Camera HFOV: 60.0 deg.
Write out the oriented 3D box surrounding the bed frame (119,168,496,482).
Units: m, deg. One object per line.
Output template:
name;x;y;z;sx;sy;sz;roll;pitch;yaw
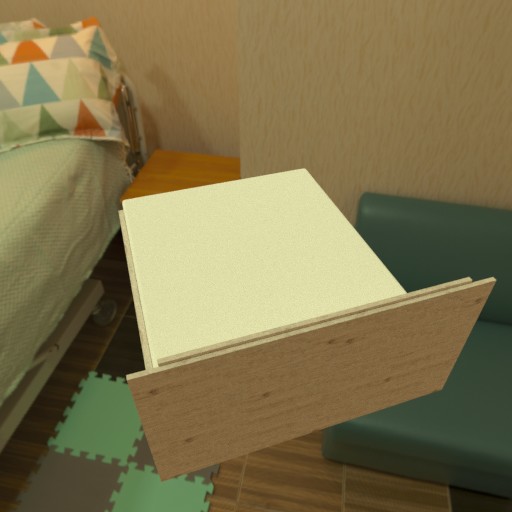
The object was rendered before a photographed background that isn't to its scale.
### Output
bed frame;0.000;0.000;2.977;1.750;0.970;2.080;-12;43;-14
